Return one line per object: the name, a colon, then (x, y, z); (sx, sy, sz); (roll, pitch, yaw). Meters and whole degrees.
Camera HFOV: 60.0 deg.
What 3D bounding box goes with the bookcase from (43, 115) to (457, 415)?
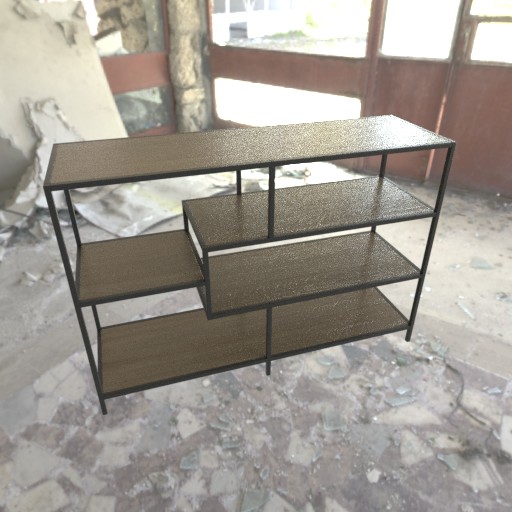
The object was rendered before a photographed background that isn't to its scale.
bookcase: (0.000, 0.000, 1.508); (1.140, 0.780, 0.350); (-9, 32, -15)
